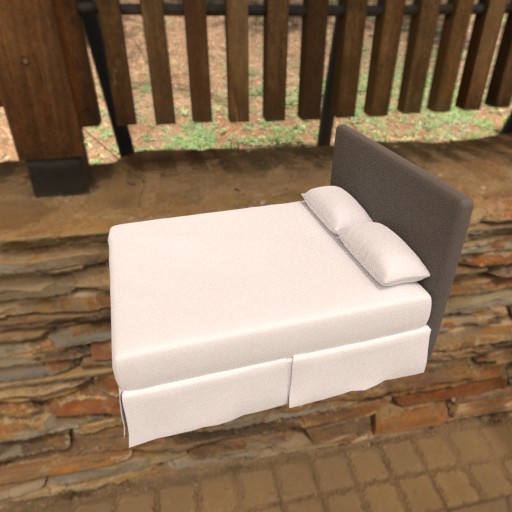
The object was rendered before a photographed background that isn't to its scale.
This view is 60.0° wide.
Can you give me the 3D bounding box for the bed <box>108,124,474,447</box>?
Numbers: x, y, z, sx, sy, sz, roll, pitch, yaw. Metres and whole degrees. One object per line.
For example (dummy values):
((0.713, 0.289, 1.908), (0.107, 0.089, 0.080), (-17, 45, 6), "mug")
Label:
((0.000, 0.000, 3.213), (2.142, 1.330, 1.723), (-9, 33, -14), "bed")
